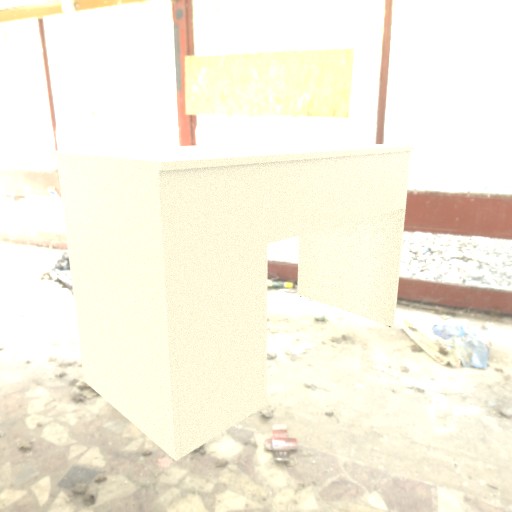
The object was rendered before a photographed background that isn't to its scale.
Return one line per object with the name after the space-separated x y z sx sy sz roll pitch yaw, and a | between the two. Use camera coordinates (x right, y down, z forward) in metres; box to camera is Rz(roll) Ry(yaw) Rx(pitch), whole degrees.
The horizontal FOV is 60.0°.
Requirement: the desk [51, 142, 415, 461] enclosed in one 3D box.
0.000 0.000 1.550 0.560 0.735 1.097 16 22 43 | desk
